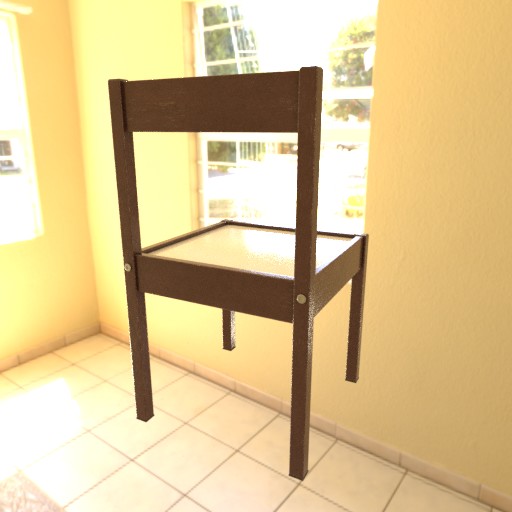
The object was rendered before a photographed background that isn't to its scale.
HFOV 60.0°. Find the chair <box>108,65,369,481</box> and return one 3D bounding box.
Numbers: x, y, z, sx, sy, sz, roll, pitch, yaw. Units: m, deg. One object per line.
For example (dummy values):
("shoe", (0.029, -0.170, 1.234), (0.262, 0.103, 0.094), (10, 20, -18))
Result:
("chair", (0.000, 0.000, 0.694), (0.285, 0.505, 0.285), (8, 18, 26))
